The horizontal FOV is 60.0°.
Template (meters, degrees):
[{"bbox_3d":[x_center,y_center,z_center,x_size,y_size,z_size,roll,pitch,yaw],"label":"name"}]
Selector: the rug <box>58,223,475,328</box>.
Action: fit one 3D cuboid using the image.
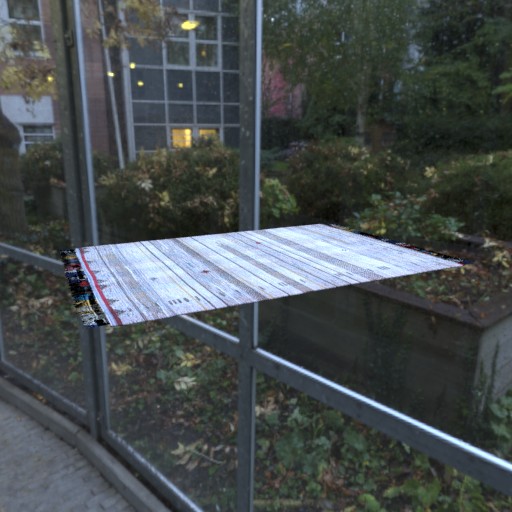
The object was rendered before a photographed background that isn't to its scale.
[{"bbox_3d":[0.000,0.000,2.315,1.848,0.012,1.217,-7,16,-26],"label":"rug"}]
